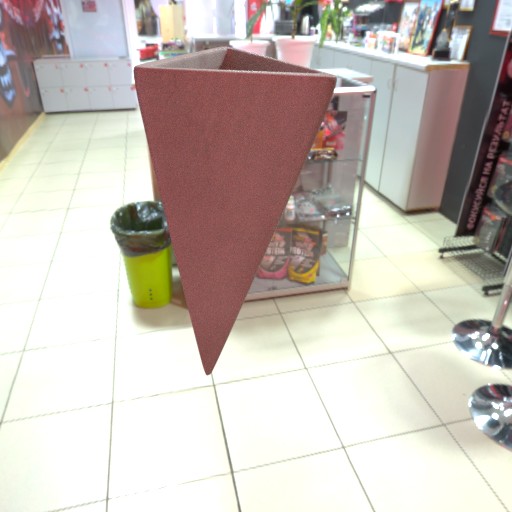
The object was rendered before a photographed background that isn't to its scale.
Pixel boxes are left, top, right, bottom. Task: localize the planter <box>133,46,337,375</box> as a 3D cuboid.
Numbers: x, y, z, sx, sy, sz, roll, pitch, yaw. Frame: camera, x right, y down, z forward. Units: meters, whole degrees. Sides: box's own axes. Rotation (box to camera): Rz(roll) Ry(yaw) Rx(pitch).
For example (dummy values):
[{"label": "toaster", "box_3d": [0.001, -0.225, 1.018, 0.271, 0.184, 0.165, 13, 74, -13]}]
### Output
[{"label": "planter", "box_3d": [0.000, 0.000, 0.157, 0.047, 0.130, 0.058, 10, 31, 17]}]
